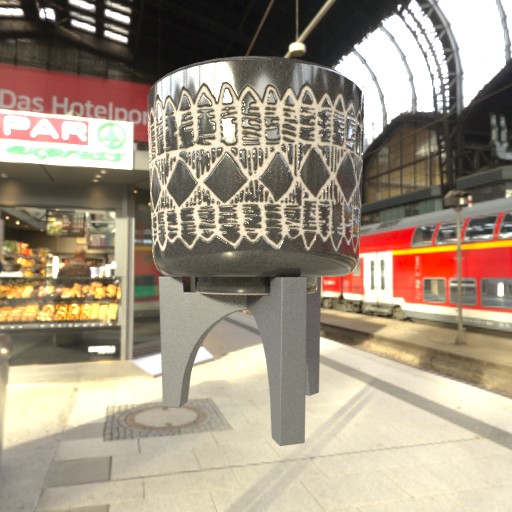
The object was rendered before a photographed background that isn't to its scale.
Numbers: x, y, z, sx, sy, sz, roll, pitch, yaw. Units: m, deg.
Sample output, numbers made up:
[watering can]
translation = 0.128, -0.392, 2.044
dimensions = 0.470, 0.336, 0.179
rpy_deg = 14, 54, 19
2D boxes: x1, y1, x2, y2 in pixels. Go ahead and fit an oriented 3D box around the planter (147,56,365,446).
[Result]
[planter]
translation = 0.000, 0.000, 0.517
dimensions = 0.251, 0.355, 0.251
rpy_deg = 1, -2, -18
